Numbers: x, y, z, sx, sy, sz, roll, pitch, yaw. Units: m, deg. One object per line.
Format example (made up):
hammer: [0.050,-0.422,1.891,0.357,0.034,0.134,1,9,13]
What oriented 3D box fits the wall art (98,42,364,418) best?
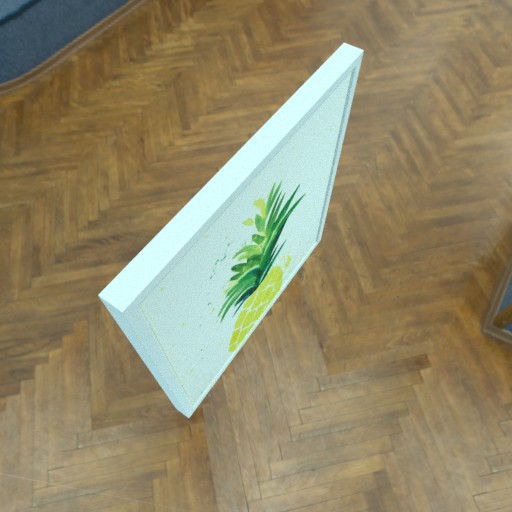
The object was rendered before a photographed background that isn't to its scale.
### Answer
wall art: [0.000,0.000,0.462,0.020,0.307,0.307,31,64,17]
